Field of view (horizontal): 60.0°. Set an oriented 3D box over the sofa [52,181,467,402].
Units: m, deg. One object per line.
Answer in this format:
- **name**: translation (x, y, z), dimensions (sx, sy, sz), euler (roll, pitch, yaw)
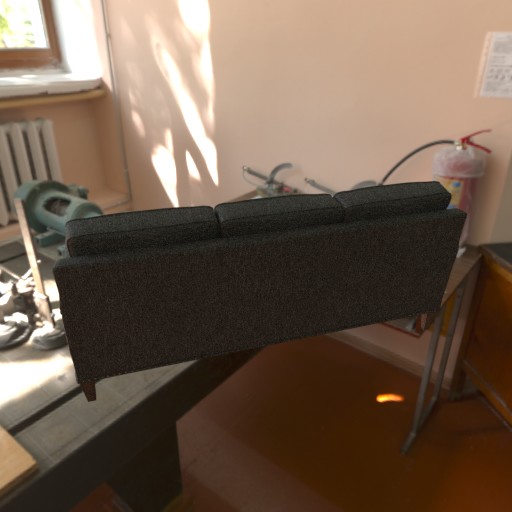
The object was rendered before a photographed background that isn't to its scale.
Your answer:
- **sofa**: translation (0.000, 0.000, 2.786), dimensions (2.246, 1.003, 1.084), euler (-8, 28, -16)
